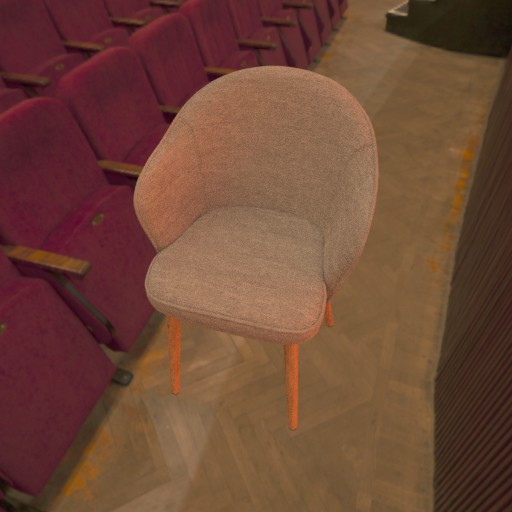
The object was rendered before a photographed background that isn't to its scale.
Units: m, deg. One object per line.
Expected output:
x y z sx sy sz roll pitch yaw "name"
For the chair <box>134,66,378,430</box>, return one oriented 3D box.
0.000 0.000 1.167 0.540 0.800 0.530 12 44 13 "chair"
